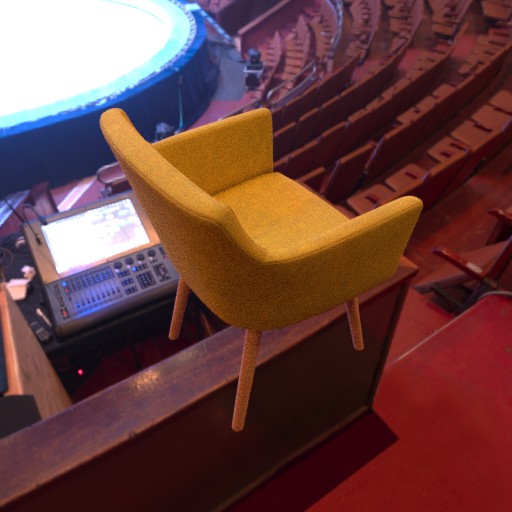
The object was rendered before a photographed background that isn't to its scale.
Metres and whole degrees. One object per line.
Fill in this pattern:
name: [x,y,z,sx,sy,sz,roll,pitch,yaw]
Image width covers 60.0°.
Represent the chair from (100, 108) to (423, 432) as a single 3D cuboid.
chair: [0.000,0.000,1.154,0.570,0.780,0.570,-25,48,-25]
